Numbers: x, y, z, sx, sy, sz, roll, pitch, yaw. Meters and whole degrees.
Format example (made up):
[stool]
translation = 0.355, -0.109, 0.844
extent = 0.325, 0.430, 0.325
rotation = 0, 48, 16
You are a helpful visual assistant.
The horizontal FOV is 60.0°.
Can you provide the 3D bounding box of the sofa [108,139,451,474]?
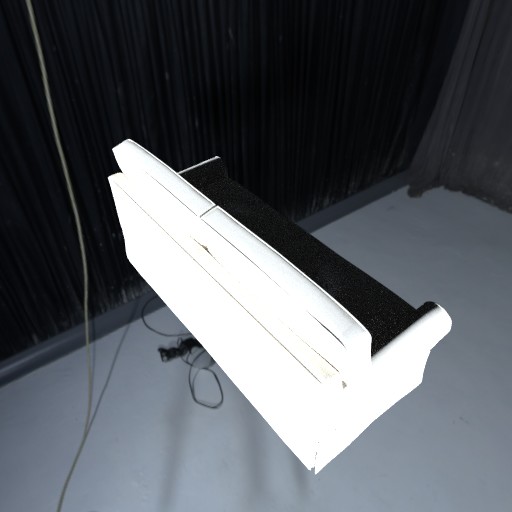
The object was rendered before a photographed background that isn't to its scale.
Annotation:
[sofa]
translation = 0.000, 0.000, 2.549
extent = 0.862, 0.937, 2.021
rotation = -27, 48, -28
